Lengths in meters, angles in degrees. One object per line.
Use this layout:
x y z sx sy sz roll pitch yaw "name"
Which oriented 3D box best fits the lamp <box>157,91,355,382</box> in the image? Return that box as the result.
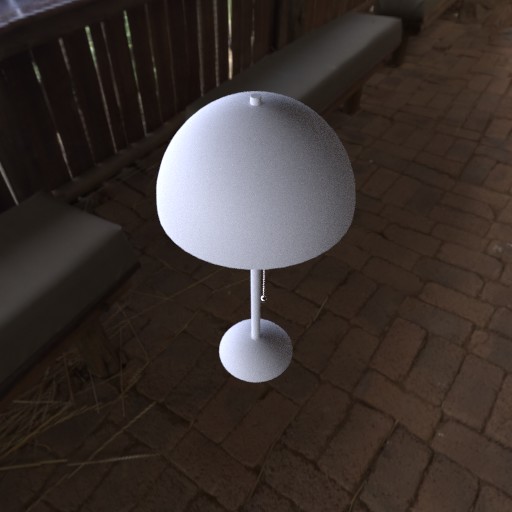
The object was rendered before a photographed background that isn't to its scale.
0.000 0.000 0.440 0.171 0.330 0.171 0 45 0 "lamp"
